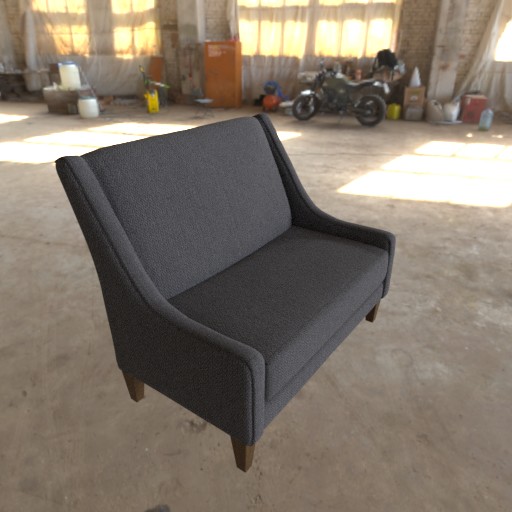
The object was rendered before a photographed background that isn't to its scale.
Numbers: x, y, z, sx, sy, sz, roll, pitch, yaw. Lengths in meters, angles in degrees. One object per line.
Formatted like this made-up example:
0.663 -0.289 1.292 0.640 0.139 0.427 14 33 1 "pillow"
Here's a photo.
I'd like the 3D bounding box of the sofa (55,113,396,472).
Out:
0.000 0.000 1.959 0.873 1.022 1.242 18 31 32 "sofa"
